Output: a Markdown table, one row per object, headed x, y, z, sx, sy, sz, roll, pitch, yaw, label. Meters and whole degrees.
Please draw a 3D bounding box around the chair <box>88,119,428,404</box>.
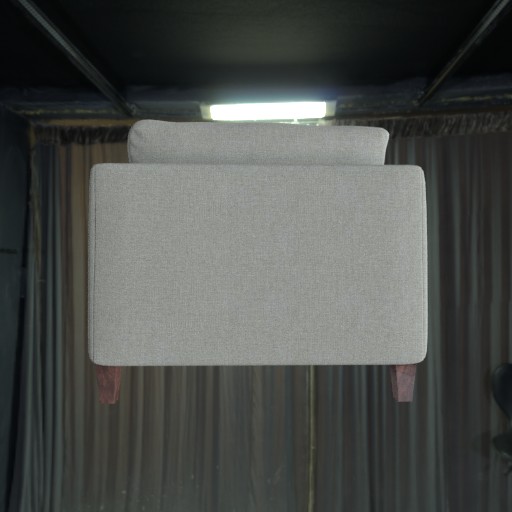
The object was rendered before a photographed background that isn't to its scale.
| x | y | z | sx | sy | sz | roll | pitch | yaw | label |
| --- | --- | --- | --- | --- | --- | --- | --- | --- | --- |
| 0.000 | 0.000 | 1.869 | 1.107 | 0.963 | 0.959 | 0 | -2 | -1 | chair |
